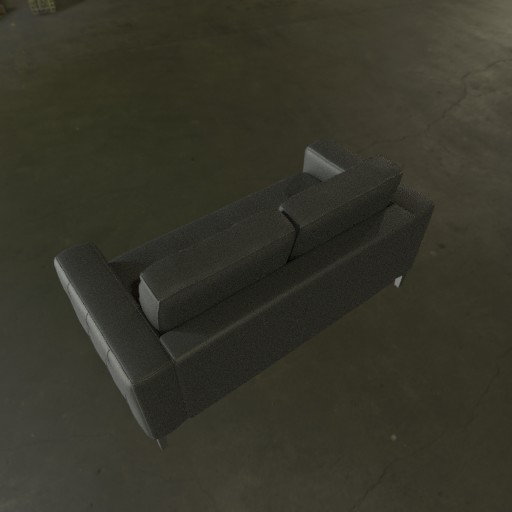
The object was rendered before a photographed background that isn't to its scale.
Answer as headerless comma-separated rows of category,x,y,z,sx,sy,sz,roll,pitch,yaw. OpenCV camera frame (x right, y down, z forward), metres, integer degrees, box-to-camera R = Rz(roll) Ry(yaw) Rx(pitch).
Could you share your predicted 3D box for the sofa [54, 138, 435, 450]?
sofa,0.000,0.000,2.254,1.726,0.893,0.833,-28,52,-25
